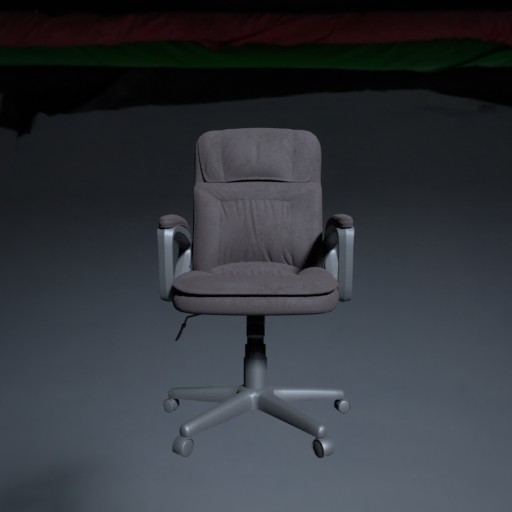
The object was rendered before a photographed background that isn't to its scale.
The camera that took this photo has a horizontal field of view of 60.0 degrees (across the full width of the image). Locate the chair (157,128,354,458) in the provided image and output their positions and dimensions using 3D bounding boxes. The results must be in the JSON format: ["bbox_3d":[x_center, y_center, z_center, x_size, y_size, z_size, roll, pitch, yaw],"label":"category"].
[{"bbox_3d":[0.000,0.000,1.546,0.667,1.105,0.724,0,-2,1],"label":"chair"}]
